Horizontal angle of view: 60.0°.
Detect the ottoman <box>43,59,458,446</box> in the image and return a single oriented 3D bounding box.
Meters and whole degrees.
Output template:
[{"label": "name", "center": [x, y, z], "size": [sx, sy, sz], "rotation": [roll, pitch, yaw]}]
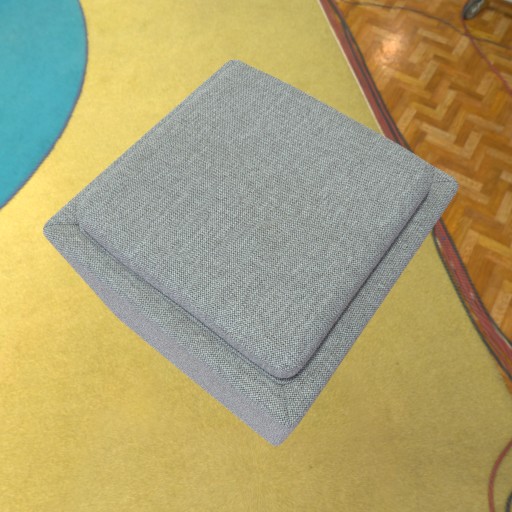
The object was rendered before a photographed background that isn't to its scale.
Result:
[{"label": "ottoman", "center": [0.000, 0.000, 0.804], "size": [0.450, 0.460, 0.450], "rotation": [35, 69, 16]}]
